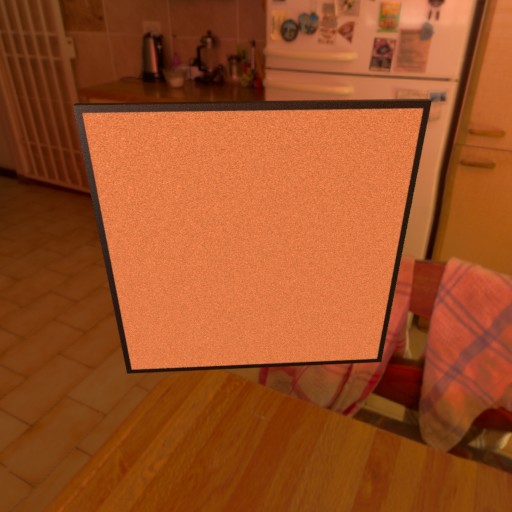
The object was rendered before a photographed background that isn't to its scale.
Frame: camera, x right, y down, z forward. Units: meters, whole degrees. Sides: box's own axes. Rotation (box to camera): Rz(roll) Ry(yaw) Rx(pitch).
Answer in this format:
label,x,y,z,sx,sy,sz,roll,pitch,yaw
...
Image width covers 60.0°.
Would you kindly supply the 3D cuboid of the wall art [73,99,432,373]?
label,x,y,z,sx,sy,sz,roll,pitch,yaw
wall art,0.000,0.000,0.684,0.457,0.458,0.012,-2,30,-3
